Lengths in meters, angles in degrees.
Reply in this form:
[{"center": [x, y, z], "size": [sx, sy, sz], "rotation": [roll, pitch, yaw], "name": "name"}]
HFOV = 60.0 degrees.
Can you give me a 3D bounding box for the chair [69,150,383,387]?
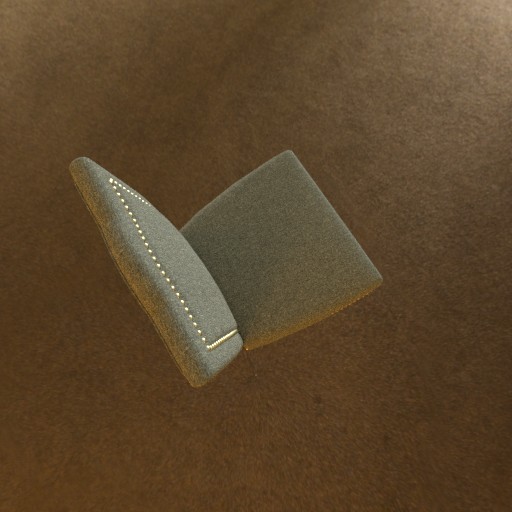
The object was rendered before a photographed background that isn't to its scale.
[{"center": [0.000, 0.000, 1.267], "size": [0.589, 0.946, 0.518], "rotation": [-31, 77, -8], "name": "chair"}]
